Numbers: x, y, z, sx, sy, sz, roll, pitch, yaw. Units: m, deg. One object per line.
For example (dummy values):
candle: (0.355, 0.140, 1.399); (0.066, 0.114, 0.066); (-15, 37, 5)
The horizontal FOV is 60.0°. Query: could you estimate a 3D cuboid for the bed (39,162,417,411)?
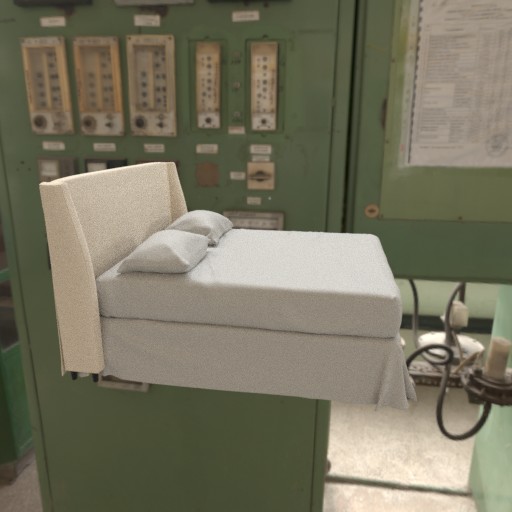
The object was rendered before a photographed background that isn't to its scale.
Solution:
bed: (0.000, 0.000, 3.469); (2.276, 1.332, 1.925); (3, 16, 10)
